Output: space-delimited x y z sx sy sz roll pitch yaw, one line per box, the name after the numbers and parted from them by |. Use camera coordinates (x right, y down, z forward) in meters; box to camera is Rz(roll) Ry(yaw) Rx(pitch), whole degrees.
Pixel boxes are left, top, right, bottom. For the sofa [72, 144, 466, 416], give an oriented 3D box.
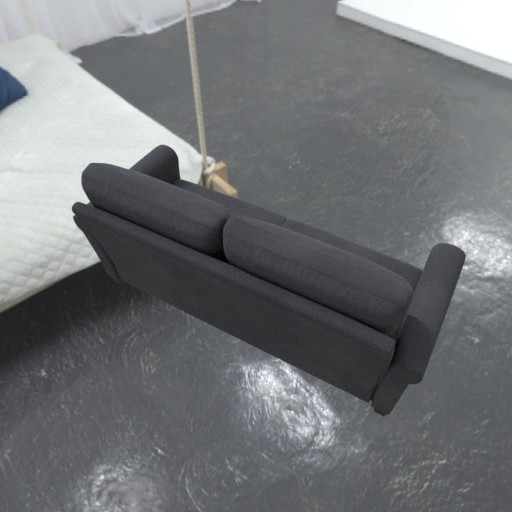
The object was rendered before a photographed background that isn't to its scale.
0.000 0.000 2.373 1.935 0.942 0.842 23 51 20 | sofa
